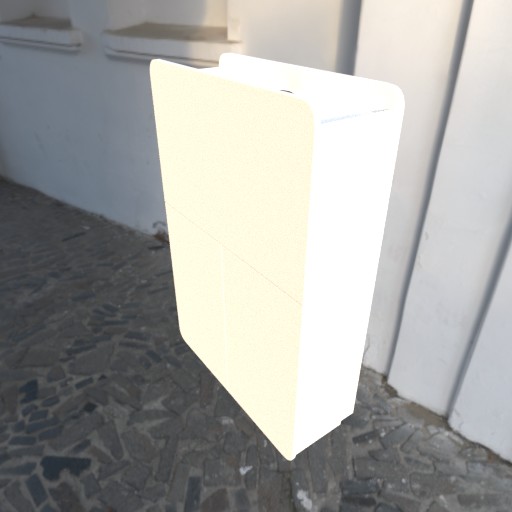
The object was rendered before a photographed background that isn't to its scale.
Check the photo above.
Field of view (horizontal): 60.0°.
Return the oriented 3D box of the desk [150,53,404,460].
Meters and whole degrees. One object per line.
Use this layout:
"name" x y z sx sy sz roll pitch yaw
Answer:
"desk" 0.000 0.000 1.516 0.278 1.190 0.795 -21 37 -30
